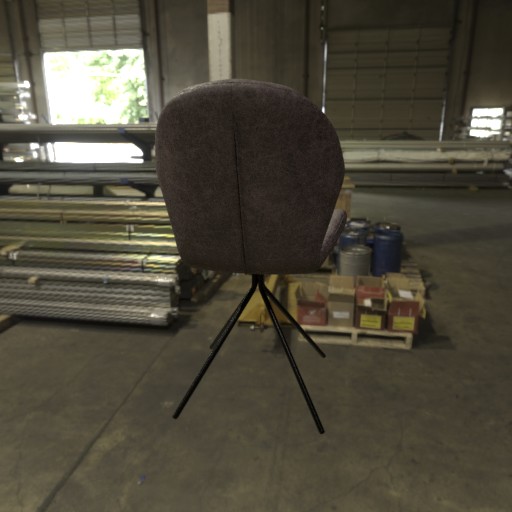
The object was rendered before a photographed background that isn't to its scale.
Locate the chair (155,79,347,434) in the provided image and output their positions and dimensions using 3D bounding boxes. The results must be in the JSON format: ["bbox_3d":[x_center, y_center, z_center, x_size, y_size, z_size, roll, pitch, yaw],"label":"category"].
[{"bbox_3d":[0.000,0.000,1.323,0.527,0.934,0.640,3,17,9],"label":"chair"}]
